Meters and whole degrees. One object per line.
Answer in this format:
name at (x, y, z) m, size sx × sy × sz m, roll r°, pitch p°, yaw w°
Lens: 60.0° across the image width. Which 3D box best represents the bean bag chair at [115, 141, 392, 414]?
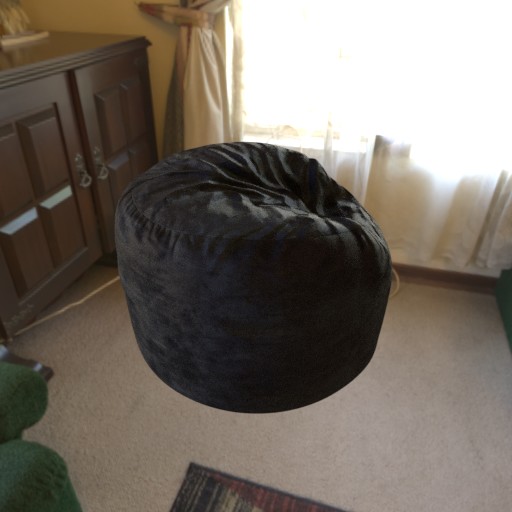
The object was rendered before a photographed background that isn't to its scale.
bean bag chair at (0.000, 0.000, 1.537) m, size 0.918 × 0.616 × 0.918 m, roll 0°, pitch 32°, yaw 0°
